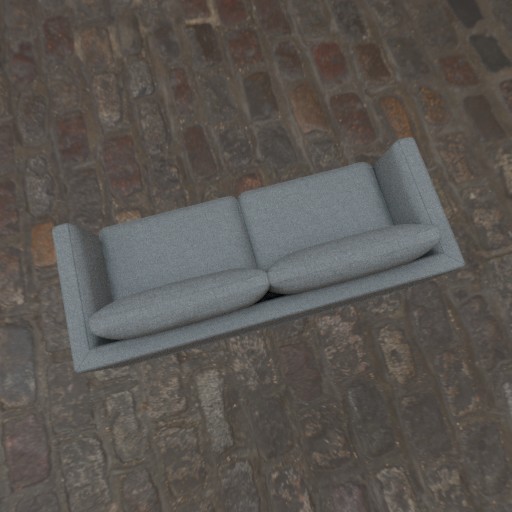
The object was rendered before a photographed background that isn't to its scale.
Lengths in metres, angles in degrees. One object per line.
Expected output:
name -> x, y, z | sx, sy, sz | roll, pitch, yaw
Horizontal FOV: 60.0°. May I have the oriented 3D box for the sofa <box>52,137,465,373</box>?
sofa -> 0.000, 0.000, 2.740 | 2.212, 1.002, 0.869 | -15, 75, -4
